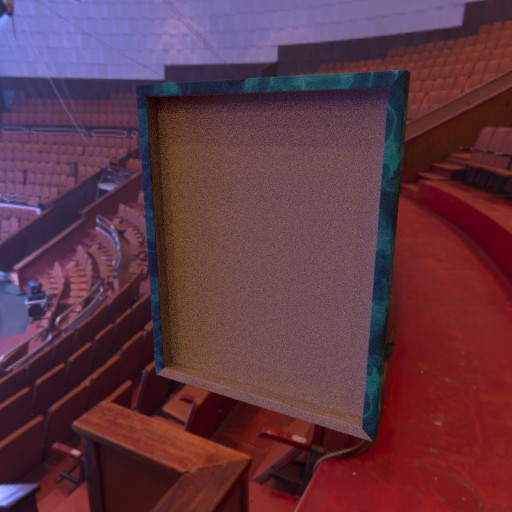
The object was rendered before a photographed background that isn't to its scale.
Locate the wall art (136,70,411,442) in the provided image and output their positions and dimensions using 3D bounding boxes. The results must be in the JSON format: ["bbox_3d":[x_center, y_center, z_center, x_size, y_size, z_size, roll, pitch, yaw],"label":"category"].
[{"bbox_3d":[0.000,0.000,0.854,0.508,0.635,0.038,8,18,26],"label":"wall art"}]
